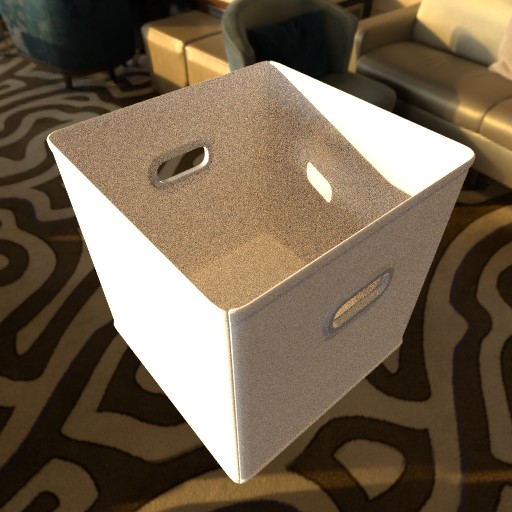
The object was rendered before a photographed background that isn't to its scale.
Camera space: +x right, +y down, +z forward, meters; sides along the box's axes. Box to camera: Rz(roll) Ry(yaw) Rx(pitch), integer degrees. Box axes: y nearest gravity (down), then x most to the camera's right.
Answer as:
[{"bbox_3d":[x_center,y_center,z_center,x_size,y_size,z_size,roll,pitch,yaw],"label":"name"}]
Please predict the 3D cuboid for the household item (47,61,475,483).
[{"bbox_3d":[0.000,0.000,0.534,0.305,0.305,0.305,-31,52,-27],"label":"household item"}]
